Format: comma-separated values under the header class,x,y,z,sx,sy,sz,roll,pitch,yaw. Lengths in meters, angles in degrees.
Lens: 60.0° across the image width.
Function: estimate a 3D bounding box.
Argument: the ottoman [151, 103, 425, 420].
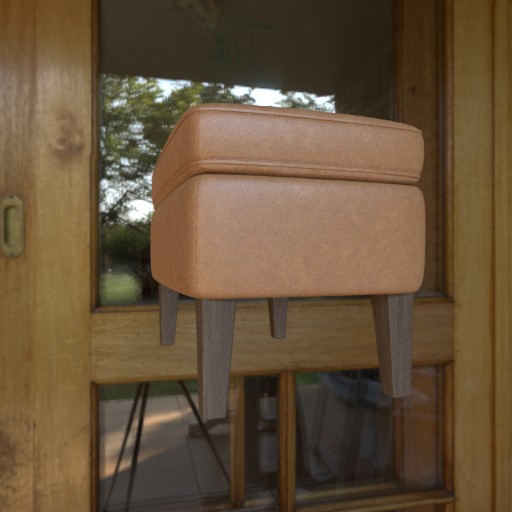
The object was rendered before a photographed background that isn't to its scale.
class,x,y,z,sx,sy,sz,roll,pitch,yaw
ottoman,0.000,0.000,0.972,0.420,0.480,0.670,0,0,-18
